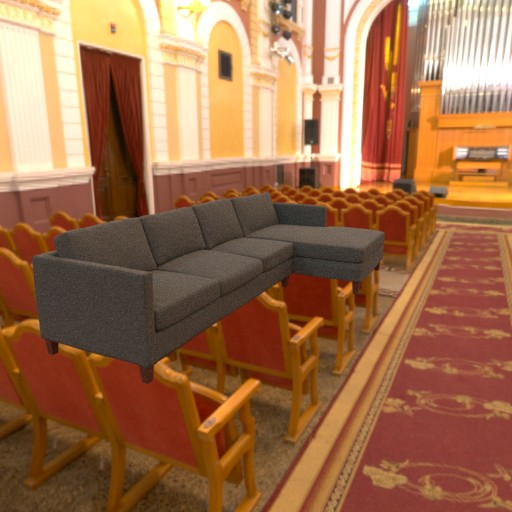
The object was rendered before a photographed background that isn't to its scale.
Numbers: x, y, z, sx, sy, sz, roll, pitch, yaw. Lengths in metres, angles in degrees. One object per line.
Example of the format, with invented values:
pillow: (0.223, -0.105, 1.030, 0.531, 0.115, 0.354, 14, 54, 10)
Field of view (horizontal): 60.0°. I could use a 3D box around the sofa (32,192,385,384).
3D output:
sofa: (0.000, 0.000, 3.901, 1.625, 0.846, 3.186, 7, 16, 26)
